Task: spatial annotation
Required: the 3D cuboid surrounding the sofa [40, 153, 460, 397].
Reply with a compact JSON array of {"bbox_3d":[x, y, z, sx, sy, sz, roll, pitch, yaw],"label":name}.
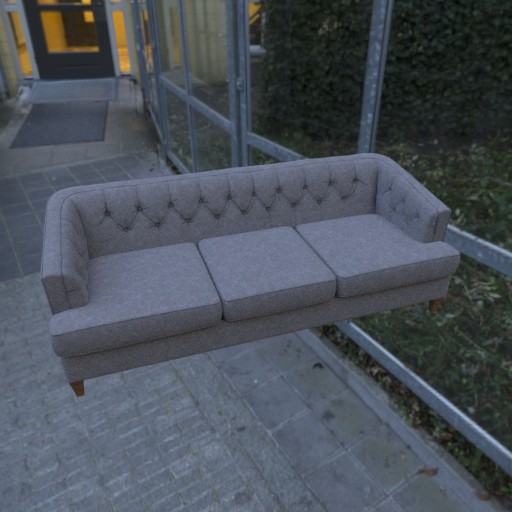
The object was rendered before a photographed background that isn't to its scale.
[{"bbox_3d":[0.000,0.000,2.642,2.247,0.806,0.917,-10,32,-16],"label":"sofa"}]
